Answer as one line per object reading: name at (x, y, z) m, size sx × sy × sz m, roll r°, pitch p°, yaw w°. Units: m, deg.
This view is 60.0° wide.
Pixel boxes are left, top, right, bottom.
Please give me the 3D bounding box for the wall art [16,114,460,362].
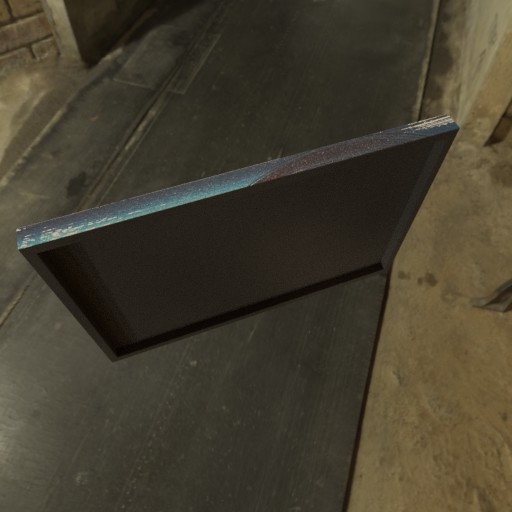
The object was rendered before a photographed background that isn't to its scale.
wall art at (0.000, 0.000, 0.757) m, size 0.609 × 0.406 × 0.033 m, roll -17°, pitch 59°, yaw -10°
